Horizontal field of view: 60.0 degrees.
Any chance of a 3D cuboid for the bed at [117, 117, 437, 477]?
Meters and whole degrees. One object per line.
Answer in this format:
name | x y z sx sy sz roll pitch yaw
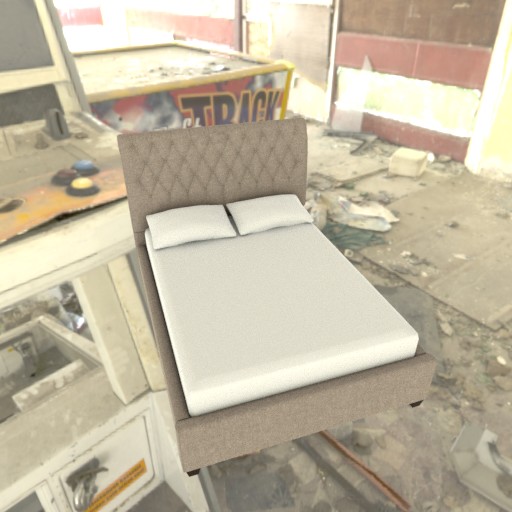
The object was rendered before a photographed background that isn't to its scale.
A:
bed | 0.000 0.000 3.290 1.645 1.371 2.252 -10 33 -16
